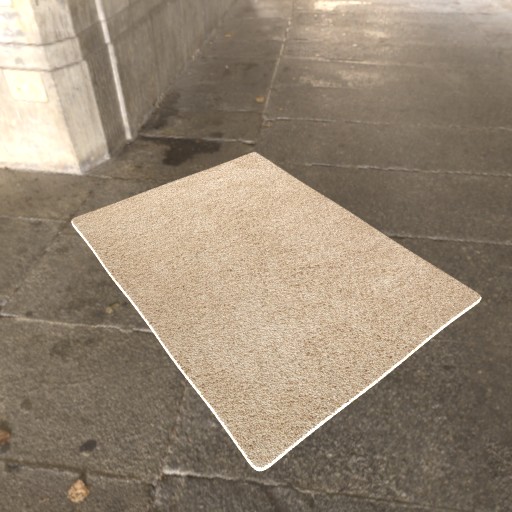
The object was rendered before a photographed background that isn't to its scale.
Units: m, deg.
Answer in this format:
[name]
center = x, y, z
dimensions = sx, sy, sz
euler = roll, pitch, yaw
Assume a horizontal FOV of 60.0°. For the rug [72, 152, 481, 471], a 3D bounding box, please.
[rug]
center = 0.000, 0.000, 2.085
dimensions = 1.199, 0.025, 1.600
euler = -27, 48, -27
